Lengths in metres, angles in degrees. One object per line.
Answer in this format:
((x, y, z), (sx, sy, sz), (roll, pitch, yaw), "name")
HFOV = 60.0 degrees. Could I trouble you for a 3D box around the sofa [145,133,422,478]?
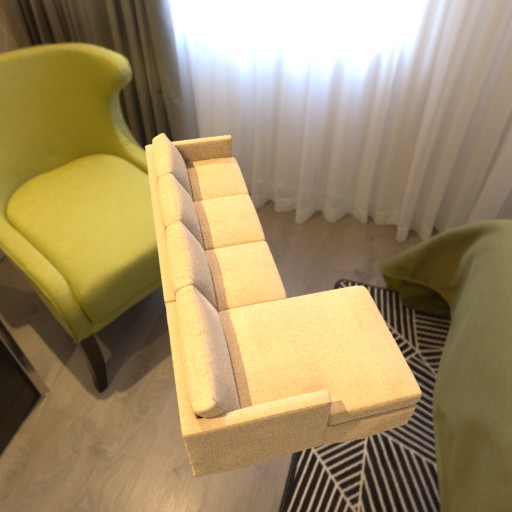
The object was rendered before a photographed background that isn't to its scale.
((0.000, 0.000, 3.940), (1.650, 0.922, 3.205), (-10, 47, -9), "sofa")
